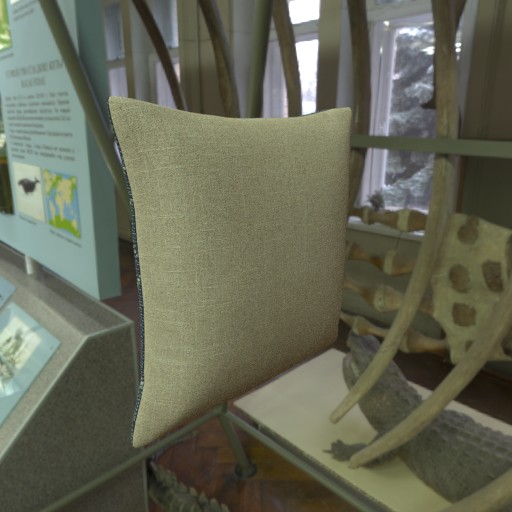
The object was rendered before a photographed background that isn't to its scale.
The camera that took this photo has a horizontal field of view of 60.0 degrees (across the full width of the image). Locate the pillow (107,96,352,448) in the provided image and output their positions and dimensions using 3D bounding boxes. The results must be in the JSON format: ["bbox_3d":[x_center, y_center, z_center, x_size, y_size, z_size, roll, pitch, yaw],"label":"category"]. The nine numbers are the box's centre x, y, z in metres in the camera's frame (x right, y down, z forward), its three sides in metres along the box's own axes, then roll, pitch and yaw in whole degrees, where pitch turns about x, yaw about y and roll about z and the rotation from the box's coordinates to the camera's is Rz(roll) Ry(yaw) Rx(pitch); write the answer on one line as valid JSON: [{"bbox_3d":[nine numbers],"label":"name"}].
[{"bbox_3d":[0.000,0.000,0.653,0.435,0.428,0.148,-15,22,-42],"label":"pillow"}]
